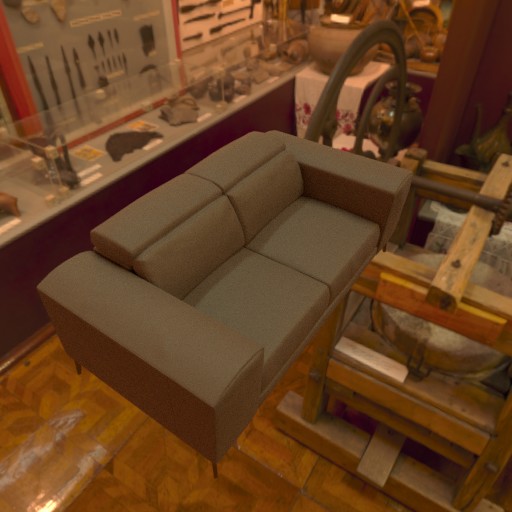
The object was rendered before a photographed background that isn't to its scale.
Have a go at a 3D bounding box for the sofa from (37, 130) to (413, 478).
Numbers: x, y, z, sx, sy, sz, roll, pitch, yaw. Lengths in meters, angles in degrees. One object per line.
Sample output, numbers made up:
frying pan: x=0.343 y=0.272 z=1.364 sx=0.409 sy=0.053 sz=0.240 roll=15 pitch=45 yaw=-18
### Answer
sofa: x=0.000 y=0.000 z=2.398 sx=1.003 sy=0.779 sz=1.895 roll=25 pitch=46 yaw=26
